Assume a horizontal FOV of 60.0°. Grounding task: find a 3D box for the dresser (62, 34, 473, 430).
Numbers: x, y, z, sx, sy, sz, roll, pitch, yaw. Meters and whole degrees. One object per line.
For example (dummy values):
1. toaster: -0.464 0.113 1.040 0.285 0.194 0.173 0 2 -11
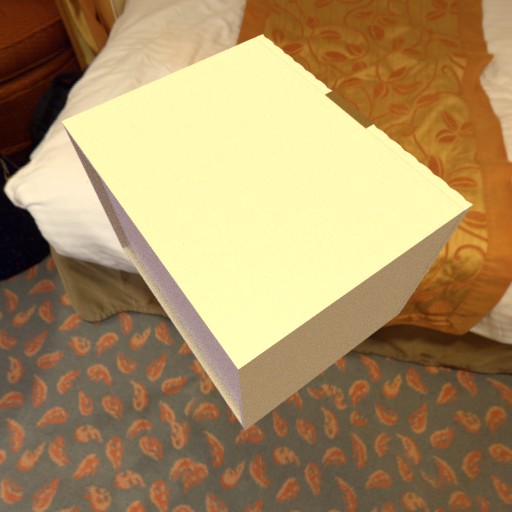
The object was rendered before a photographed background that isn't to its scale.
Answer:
1. dresser: 0.000 0.000 0.917 0.414 0.568 0.503 -32 64 -18
